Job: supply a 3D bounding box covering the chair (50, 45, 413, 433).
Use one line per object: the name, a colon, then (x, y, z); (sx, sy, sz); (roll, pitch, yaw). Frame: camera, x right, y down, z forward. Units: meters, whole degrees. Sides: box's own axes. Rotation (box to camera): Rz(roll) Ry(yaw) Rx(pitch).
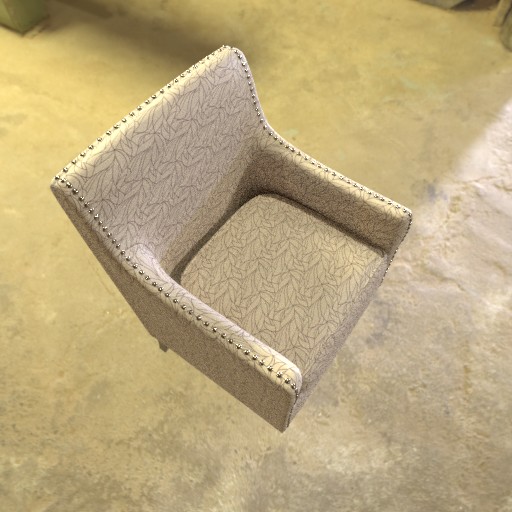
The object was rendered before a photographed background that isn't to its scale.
chair: (0.000, 0.000, 1.285); (0.651, 0.816, 0.623); (31, 63, 18)
